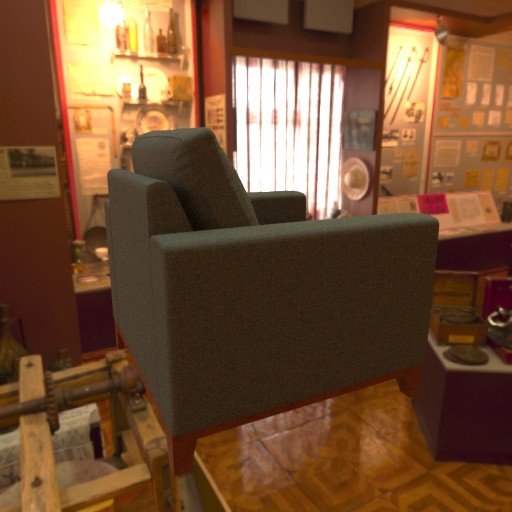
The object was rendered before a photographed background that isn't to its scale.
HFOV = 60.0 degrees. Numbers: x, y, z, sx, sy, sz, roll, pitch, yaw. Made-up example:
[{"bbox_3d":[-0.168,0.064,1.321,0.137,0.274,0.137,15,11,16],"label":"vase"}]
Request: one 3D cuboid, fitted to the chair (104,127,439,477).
[{"bbox_3d":[0.000,0.000,1.839,1.038,1.010,1.024,-7,16,-26],"label":"chair"}]
